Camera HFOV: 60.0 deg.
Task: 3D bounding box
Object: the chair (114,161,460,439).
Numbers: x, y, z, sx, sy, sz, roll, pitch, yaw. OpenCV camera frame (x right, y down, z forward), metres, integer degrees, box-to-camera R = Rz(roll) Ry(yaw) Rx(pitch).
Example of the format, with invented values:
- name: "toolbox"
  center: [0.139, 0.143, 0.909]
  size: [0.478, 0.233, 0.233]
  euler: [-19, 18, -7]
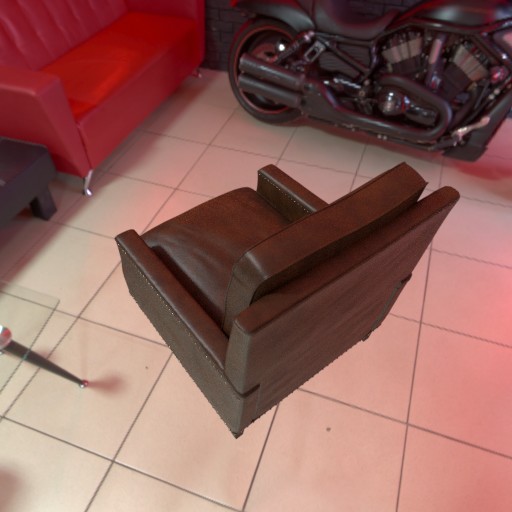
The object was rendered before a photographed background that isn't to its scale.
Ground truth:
- name: "chair"
  center: [0.000, 0.000, 1.818]
  size: [0.854, 1.054, 1.035]
  euler: [-30, 54, -25]
